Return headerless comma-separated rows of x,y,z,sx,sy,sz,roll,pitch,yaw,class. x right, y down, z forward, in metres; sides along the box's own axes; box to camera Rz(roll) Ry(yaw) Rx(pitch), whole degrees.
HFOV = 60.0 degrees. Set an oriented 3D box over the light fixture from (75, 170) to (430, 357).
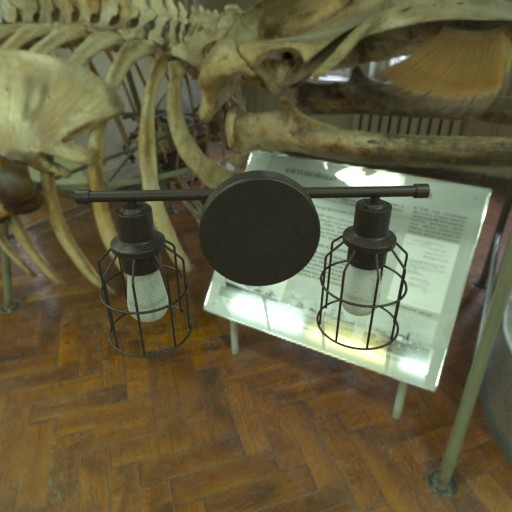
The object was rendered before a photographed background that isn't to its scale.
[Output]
0.000,0.000,0.526,0.406,0.254,0.165,-1,30,-2,light fixture
